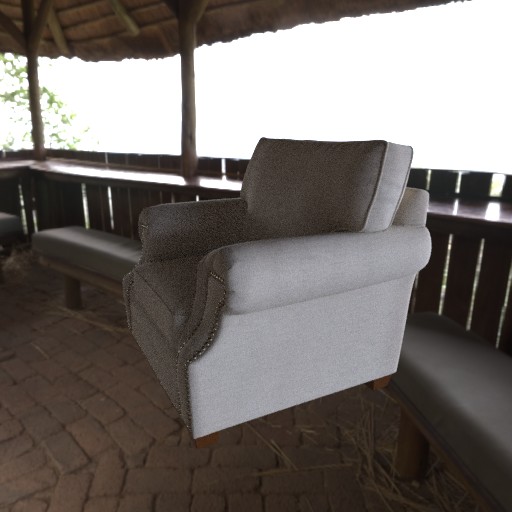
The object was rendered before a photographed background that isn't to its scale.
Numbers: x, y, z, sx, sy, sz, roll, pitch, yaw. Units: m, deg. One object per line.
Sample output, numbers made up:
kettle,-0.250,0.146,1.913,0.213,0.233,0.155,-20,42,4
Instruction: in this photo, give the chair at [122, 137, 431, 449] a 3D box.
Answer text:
chair,0.000,0.000,1.867,0.965,0.961,1.092,-8,18,-27
